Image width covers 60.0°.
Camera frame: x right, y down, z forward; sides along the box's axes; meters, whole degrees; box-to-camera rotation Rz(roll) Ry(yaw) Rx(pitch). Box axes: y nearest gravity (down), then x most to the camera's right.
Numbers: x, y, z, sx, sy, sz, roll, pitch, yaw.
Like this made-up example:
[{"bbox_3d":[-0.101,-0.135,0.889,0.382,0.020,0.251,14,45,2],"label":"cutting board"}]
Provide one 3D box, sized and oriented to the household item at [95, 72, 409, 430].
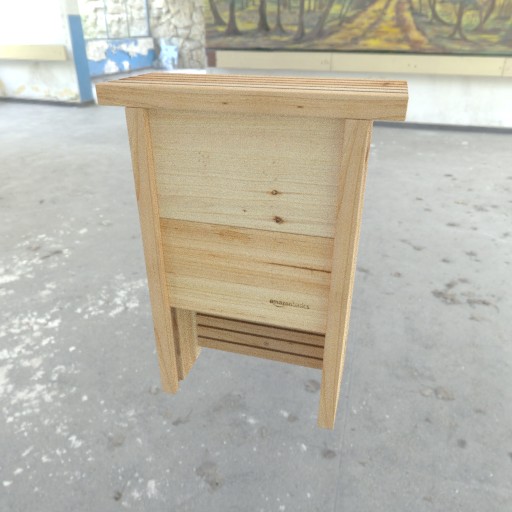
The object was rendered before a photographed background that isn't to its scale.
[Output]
[{"bbox_3d":[0.000,0.000,0.553,0.301,0.407,0.123,8,29,14],"label":"household item"}]
